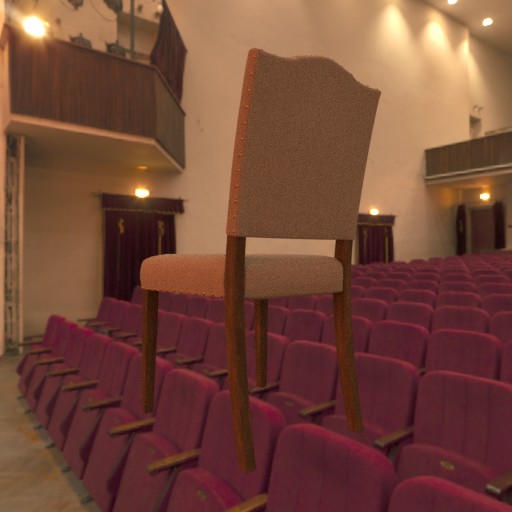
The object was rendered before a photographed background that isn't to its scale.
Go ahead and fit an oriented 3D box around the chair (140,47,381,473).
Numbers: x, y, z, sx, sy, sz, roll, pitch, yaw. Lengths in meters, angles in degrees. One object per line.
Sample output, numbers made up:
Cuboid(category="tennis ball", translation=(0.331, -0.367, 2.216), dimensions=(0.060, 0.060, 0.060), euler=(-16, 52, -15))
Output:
Cuboid(category="chair", translation=(0.000, 0.000, 1.360), dimensions=(0.508, 1.020, 0.620), euler=(0, 0, -36))
